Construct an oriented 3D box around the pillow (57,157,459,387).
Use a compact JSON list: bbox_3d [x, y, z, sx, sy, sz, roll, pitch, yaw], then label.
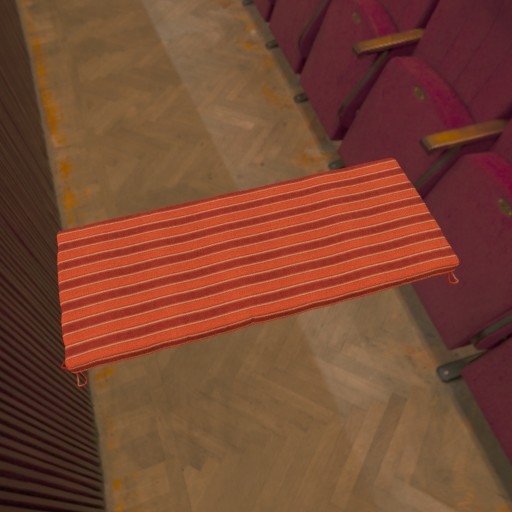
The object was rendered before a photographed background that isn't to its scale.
[{"bbox_3d":[0.000,0.000,1.350,1.187,0.081,0.492,-14,58,-9],"label":"pillow"}]
